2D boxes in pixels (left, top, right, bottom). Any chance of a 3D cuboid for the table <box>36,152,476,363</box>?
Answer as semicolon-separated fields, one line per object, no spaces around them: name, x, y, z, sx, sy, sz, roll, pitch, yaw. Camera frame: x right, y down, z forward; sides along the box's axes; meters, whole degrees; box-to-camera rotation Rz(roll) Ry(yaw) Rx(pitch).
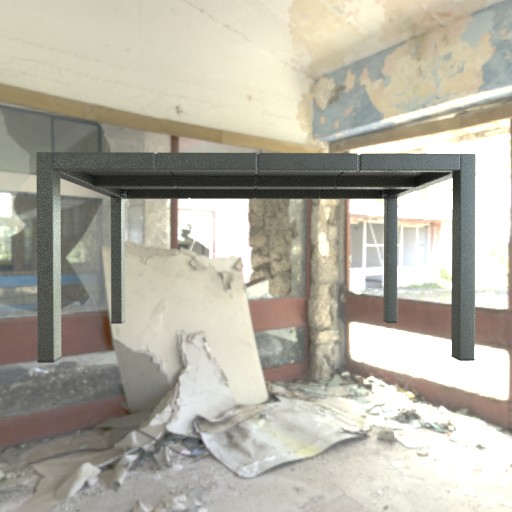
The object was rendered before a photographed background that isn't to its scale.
table;0.000;0.000;1.251;0.965;0.460;0.559;0;1;-1
